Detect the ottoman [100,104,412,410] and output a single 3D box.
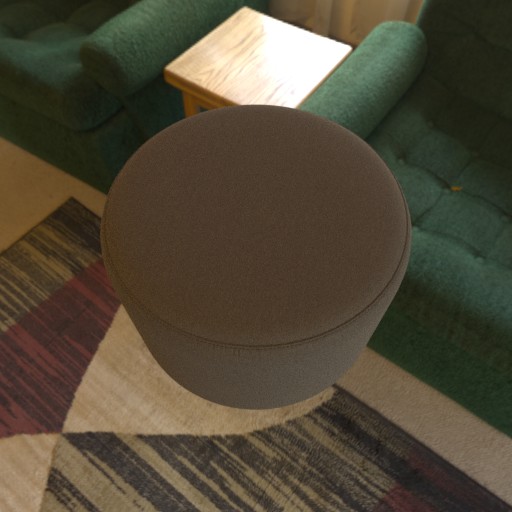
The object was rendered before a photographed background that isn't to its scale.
[{"bbox_3d":[0.000,0.000,1.009,0.608,0.433,0.608,0,58,0],"label":"ottoman"}]
